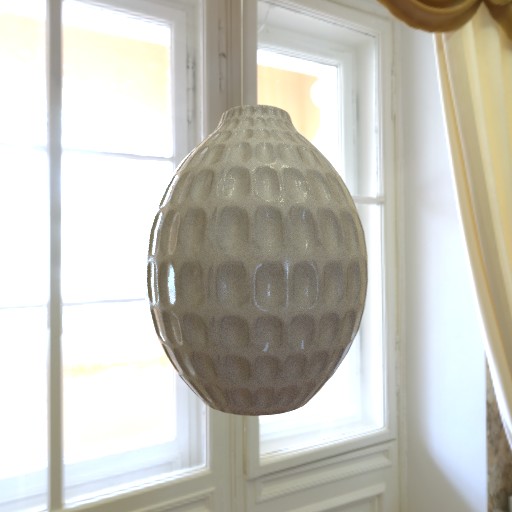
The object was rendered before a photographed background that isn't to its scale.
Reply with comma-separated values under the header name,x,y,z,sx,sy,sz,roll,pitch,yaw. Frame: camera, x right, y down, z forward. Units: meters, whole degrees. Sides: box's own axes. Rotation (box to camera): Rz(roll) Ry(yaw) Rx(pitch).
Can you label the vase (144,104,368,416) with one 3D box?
name,x,y,z,sx,sy,sz,roll,pitch,yaw
vase,0.000,0.000,0.261,0.128,0.167,0.128,0,0,0
